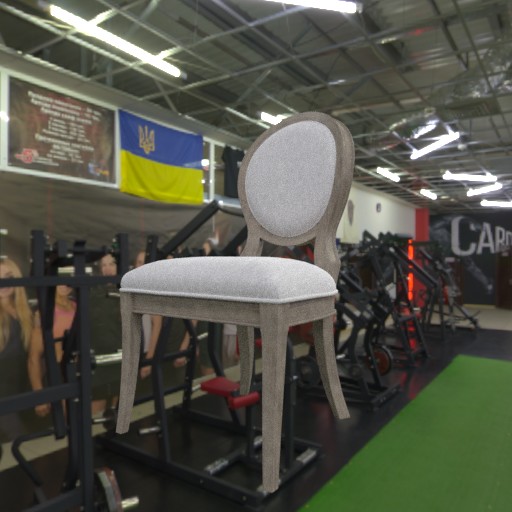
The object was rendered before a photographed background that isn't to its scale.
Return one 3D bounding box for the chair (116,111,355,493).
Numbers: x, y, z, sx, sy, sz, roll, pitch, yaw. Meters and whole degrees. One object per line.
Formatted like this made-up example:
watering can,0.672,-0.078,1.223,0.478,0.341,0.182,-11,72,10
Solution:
chair,0.000,0.000,1.325,0.558,0.990,0.602,0,0,37
